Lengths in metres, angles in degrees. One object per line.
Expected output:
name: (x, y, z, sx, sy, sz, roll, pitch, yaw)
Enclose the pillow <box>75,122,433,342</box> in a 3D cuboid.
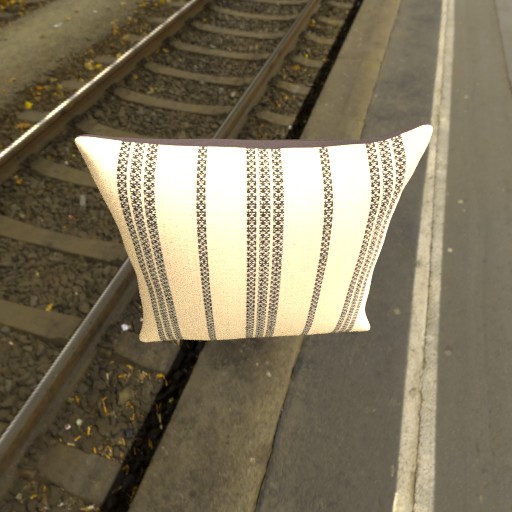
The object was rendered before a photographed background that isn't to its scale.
pillow: (0.000, 0.000, 0.639, 0.405, 0.406, 0.173, -3, 47, -2)
